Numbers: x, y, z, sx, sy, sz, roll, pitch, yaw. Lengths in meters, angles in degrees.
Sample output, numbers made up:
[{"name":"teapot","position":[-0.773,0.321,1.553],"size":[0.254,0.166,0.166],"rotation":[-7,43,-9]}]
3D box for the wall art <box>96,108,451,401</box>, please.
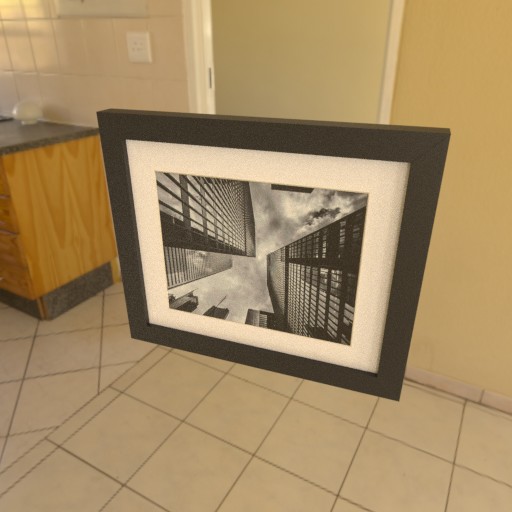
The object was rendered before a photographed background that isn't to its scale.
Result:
[{"name":"wall art","position":[0.000,0.000,0.537],"size":[0.381,0.321,0.028],"rotation":[9,28,17]}]
